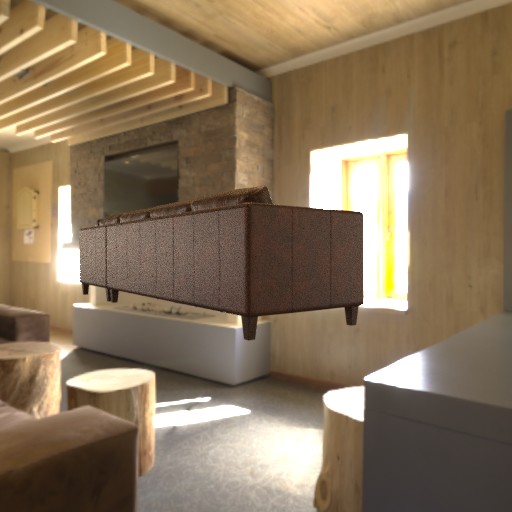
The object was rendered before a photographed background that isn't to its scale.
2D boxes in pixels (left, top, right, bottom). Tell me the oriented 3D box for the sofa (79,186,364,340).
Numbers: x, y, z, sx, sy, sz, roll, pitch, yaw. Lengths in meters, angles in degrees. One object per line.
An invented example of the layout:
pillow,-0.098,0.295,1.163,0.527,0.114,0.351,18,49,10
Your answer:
sofa,0.000,0.000,4.210,2.438,0.836,3.152,0,1,-36
